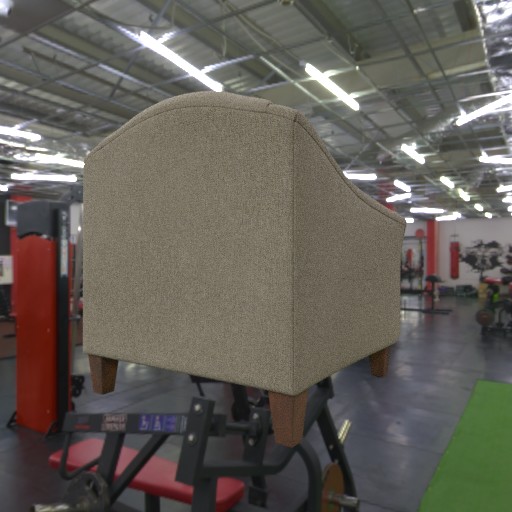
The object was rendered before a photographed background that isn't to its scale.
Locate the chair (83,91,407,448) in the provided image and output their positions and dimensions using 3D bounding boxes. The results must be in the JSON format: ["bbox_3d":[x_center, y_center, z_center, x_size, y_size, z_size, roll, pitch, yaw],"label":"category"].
[{"bbox_3d":[0.000,0.000,1.447,0.763,0.839,0.787,0,0,35],"label":"chair"}]
